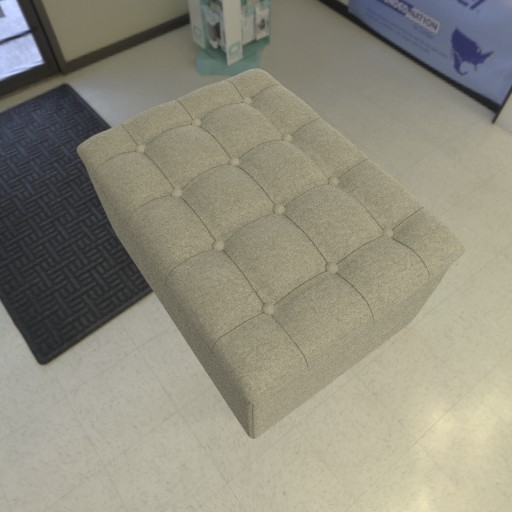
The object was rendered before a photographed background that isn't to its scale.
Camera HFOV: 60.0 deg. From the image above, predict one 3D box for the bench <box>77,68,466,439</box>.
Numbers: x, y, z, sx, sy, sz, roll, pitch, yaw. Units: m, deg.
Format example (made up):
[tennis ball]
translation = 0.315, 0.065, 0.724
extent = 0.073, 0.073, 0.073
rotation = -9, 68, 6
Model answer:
[bench]
translation = 0.000, 0.000, 0.913
extent = 0.417, 0.469, 0.572
rotation = -31, 62, -18
